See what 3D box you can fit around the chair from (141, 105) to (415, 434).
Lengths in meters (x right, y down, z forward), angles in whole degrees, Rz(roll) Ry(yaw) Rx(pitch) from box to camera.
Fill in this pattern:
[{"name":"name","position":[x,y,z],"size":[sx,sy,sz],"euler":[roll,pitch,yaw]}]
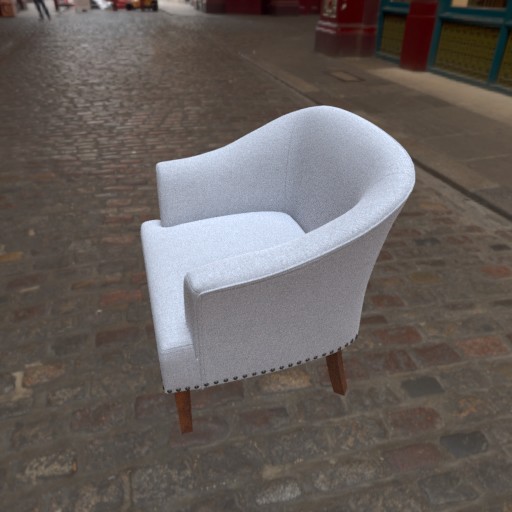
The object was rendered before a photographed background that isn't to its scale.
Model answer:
[{"name":"chair","position":[0.000,0.000,1.436],"size":[0.704,0.815,0.798],"euler":[-9,34,-14]}]
